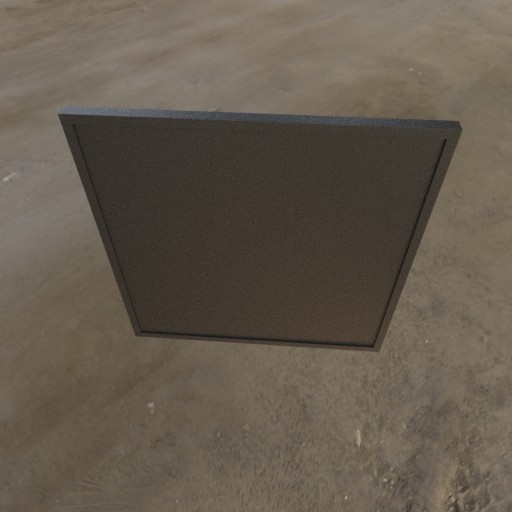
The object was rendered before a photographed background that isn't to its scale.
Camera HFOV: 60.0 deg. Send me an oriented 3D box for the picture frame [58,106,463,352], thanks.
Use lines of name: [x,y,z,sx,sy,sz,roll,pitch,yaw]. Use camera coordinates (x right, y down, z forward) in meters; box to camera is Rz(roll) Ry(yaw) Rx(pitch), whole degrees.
picture frame: [0.000,0.000,1.136,0.775,0.775,0.032,3,46,3]
